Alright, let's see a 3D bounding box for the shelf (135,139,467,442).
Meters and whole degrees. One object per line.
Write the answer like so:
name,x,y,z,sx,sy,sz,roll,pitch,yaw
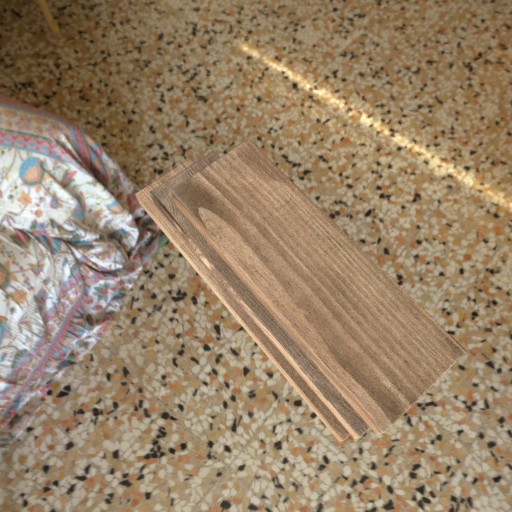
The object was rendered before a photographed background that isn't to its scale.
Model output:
shelf,0.000,0.000,0.733,0.140,0.293,0.610,-37,71,-15
